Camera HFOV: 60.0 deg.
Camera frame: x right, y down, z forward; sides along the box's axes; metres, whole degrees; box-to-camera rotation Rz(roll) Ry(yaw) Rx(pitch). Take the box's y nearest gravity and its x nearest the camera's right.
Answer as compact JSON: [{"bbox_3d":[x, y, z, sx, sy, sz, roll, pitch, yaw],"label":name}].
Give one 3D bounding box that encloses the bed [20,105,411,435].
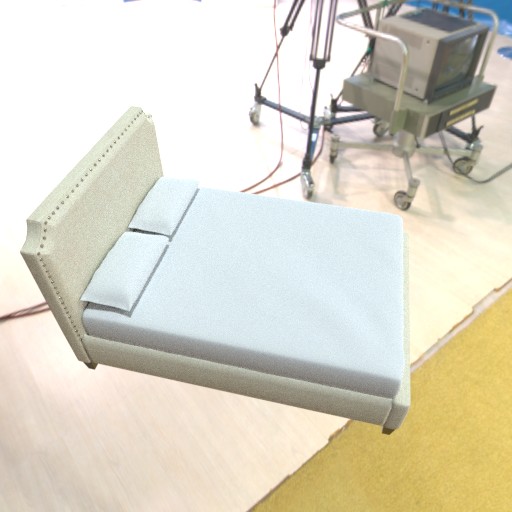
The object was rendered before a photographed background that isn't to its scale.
[{"bbox_3d":[0.000,0.000,3.346,2.381,1.457,1.713,9,46,9],"label":"bed"}]
